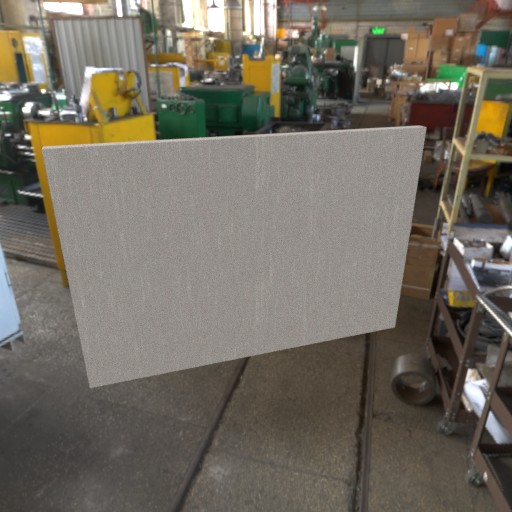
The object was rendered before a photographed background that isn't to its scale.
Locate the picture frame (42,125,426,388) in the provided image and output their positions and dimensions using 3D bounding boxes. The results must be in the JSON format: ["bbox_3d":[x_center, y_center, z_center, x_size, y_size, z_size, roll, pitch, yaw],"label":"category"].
[{"bbox_3d":[0.000,0.000,1.205,0.950,0.640,0.029,-8,26,-16],"label":"picture frame"}]
